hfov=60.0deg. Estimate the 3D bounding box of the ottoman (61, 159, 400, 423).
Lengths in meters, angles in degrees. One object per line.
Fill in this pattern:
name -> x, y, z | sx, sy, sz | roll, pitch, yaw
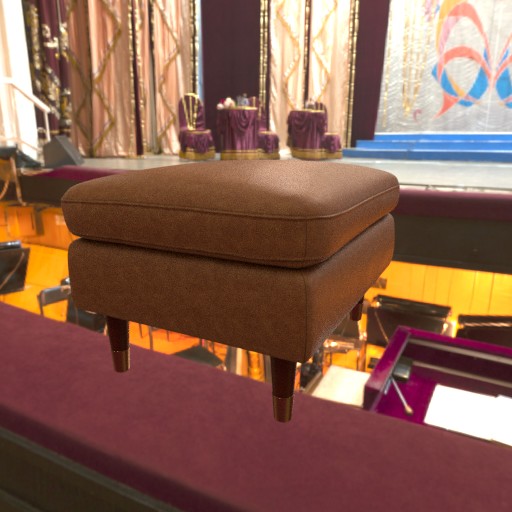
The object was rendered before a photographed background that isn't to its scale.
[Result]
ottoman -> 0.000, 0.000, 1.141 | 0.593, 0.478, 0.747 | 7, 17, 26
